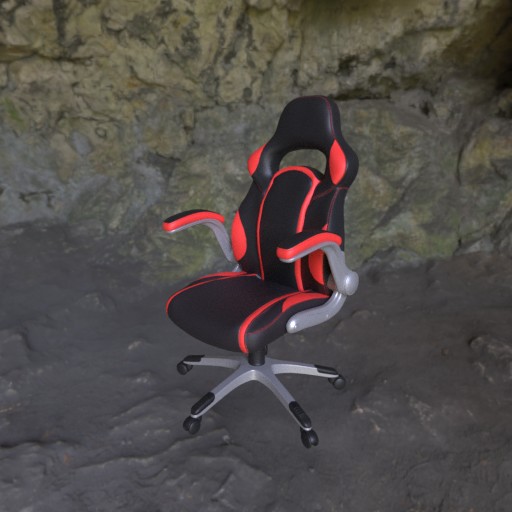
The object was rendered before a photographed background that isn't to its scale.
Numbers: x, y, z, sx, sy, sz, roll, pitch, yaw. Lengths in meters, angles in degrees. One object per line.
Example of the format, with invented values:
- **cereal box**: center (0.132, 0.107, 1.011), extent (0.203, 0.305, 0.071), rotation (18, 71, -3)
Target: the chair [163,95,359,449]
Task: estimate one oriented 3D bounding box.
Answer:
- **chair**: center (0.000, 0.000, 1.650), extent (0.758, 1.165, 0.712), rotation (14, 20, 42)
